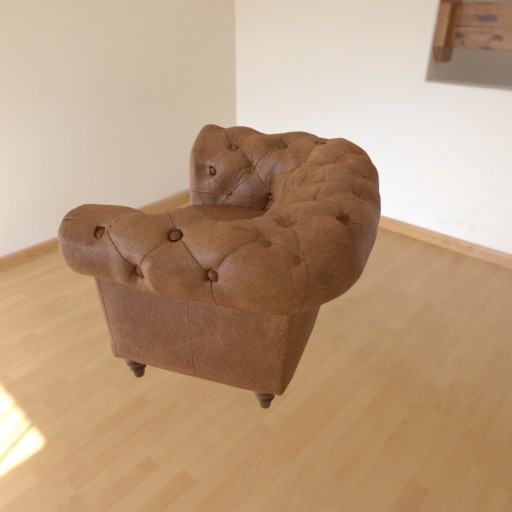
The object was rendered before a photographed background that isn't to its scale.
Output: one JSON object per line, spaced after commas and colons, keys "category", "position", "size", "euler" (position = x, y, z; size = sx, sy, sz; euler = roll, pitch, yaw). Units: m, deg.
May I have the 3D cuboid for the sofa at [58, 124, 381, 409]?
{"category": "sofa", "position": [0.000, 0.000, 2.027], "size": [1.033, 0.878, 1.405], "euler": [9, 31, 15]}
